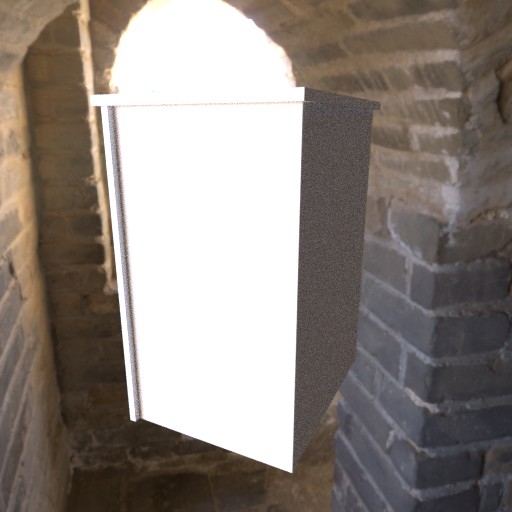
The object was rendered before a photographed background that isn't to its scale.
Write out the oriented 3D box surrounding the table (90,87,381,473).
[{"bbox_3d":[0.000,0.000,0.951,0.381,0.635,0.480,8,18,25],"label":"table"}]
